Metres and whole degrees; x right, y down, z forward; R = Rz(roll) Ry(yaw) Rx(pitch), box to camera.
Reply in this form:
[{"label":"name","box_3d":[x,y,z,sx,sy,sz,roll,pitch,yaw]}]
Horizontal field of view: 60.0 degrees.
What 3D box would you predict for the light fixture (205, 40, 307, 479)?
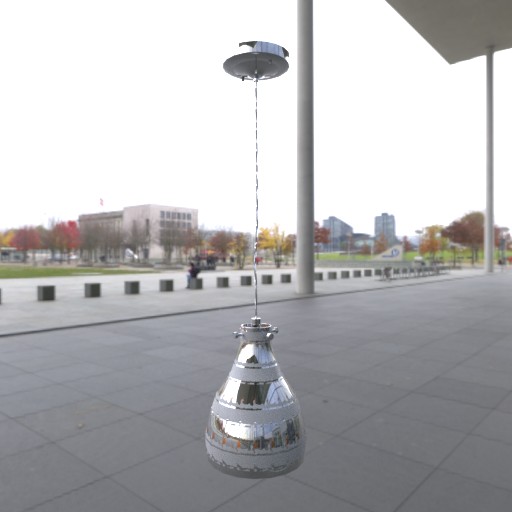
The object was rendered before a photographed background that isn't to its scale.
[{"label":"light fixture","box_3d":[0.000,0.000,1.624,0.374,1.457,0.374,0,0,-34]}]
